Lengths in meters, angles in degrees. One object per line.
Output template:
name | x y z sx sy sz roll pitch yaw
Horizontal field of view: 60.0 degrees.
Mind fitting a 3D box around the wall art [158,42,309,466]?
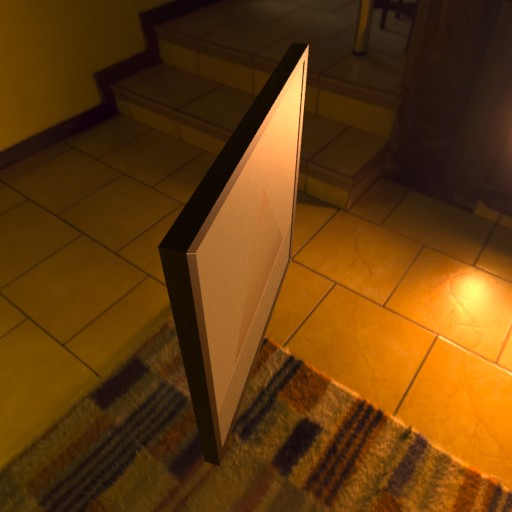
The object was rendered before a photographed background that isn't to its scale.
wall art | 0.000 0.000 0.746 0.028 0.511 0.513 12 47 12
